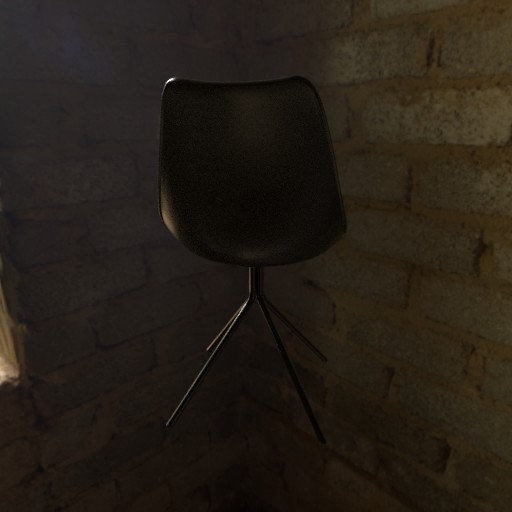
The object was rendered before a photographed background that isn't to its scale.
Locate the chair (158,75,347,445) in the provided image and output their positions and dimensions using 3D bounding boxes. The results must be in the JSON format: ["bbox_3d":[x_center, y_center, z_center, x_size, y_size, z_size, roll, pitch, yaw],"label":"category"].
[{"bbox_3d":[0.000,0.000,1.180,0.461,0.850,0.525,3,17,9],"label":"chair"}]
